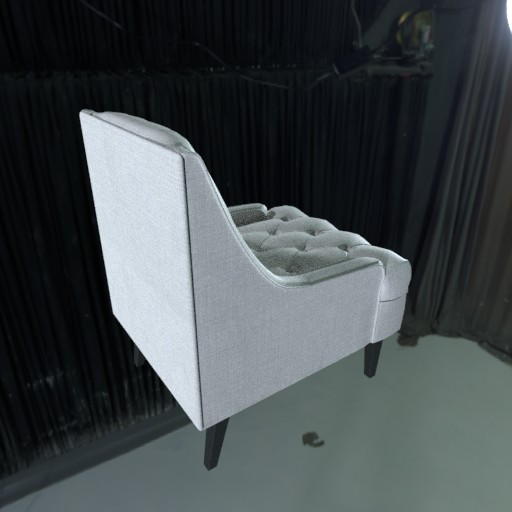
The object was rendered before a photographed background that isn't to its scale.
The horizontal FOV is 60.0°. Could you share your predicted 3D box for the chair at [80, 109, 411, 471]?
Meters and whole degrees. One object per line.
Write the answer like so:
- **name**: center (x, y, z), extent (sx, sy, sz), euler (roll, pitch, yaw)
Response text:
- **chair**: center (0.000, 0.000, 1.392), extent (0.772, 0.891, 0.658), euler (-17, 31, -31)
